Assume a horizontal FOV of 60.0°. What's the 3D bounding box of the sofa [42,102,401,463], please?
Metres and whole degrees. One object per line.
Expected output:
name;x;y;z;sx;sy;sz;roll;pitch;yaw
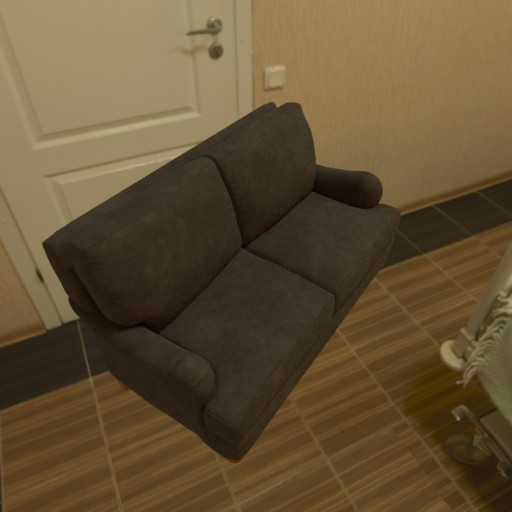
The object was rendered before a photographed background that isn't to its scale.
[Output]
sofa;0.000;0.000;2.538;1.084;1.101;1.853;26;49;25
